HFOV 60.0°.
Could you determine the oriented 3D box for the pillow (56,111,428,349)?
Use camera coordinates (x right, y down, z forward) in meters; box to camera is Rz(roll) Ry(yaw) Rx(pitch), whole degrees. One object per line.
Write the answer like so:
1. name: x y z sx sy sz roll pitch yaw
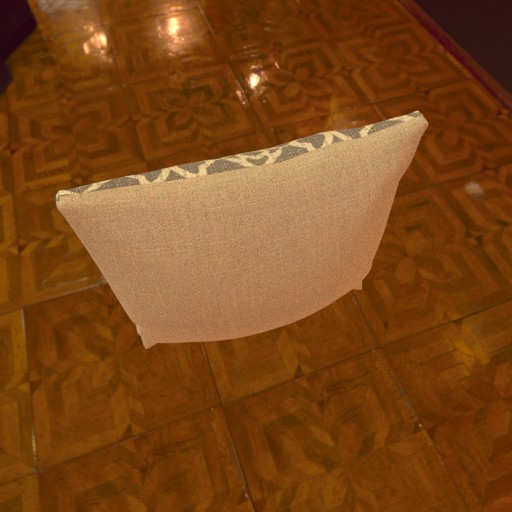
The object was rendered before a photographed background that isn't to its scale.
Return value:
1. pillow: 0.000 0.000 0.782 0.508 0.498 0.215 -15 59 -9
